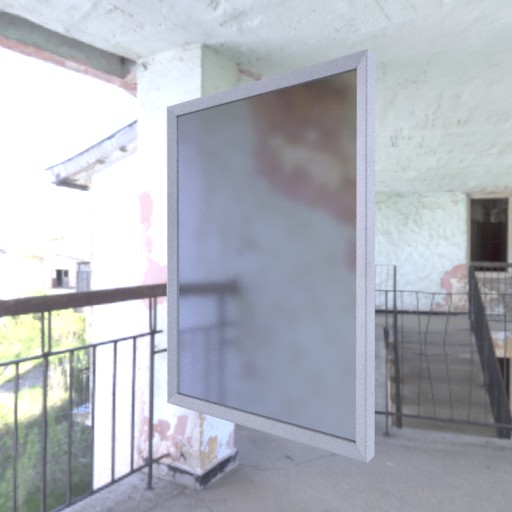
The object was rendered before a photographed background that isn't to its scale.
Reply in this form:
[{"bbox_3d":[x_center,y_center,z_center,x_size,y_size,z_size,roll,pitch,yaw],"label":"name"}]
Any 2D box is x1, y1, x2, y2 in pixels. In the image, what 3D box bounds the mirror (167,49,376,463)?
[{"bbox_3d":[0.000,0.000,0.927,0.507,0.710,0.039,0,1,37],"label":"mirror"}]
